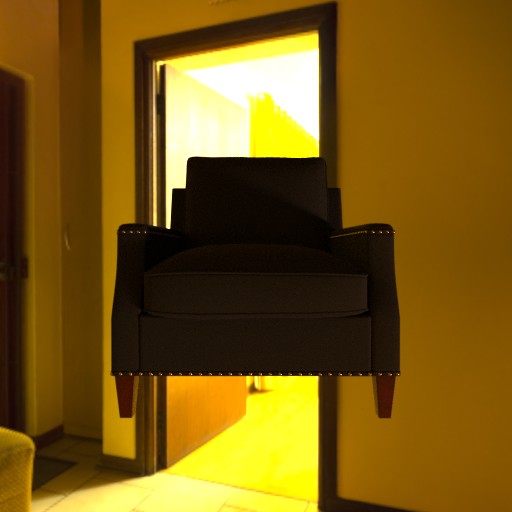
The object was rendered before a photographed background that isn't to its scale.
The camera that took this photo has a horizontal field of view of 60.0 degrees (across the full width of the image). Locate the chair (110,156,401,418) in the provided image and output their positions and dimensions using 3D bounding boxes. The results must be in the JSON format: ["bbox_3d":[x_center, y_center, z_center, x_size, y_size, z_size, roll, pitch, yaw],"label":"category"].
[{"bbox_3d":[0.000,0.000,1.755,0.853,0.943,1.014,0,1,0],"label":"chair"}]
